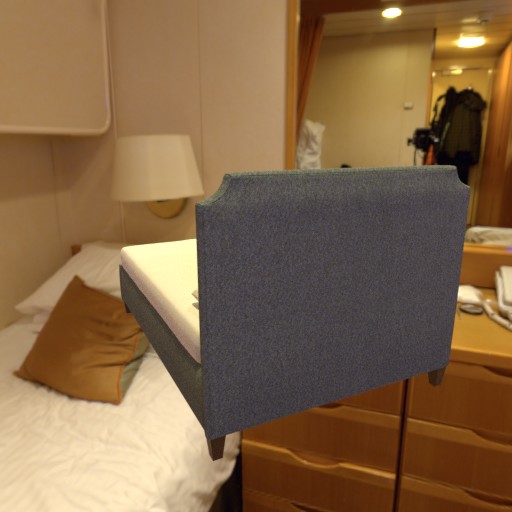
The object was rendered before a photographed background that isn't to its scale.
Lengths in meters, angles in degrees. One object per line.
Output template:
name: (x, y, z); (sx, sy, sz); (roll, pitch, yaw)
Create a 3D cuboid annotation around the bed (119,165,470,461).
bed: (0.000, 0.000, 3.400); (1.712, 1.443, 2.372); (-7, 16, -26)
